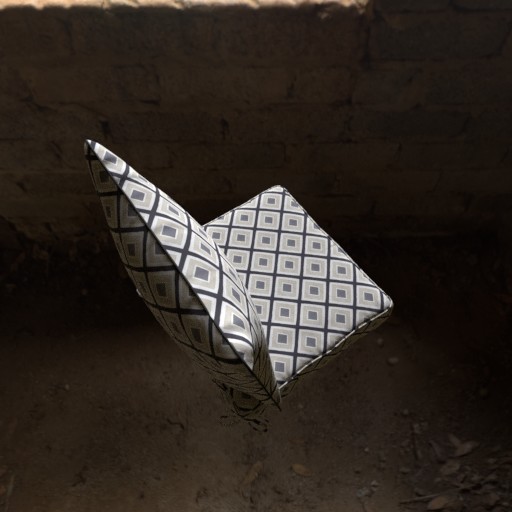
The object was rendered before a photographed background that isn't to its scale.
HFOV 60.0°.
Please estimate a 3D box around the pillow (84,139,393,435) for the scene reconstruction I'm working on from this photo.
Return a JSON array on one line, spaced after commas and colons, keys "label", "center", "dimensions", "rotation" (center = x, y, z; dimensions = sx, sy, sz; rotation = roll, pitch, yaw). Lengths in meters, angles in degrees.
[{"label": "pillow", "center": [0.000, 0.000, 1.391], "dimensions": [0.733, 0.722, 0.798], "rotation": [-31, 64, -18]}]
